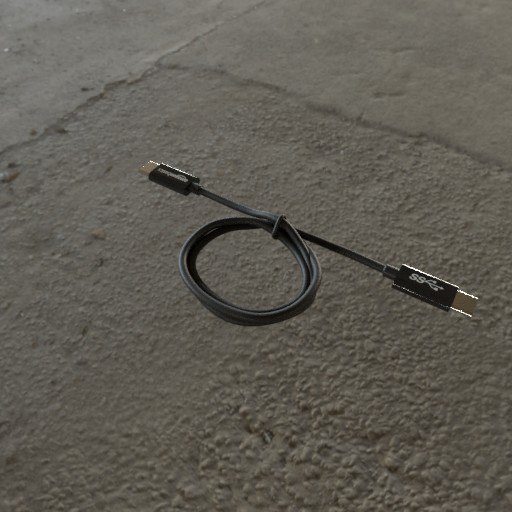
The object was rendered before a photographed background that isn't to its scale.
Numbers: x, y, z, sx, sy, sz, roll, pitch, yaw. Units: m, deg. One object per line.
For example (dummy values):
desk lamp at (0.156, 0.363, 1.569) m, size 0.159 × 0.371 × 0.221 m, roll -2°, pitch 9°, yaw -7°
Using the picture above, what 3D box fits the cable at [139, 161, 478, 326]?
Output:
cable at (0.000, 0.000, 0.204) m, size 0.186 × 0.014 × 0.070 m, roll 25°, pitch 52°, yaw 21°
